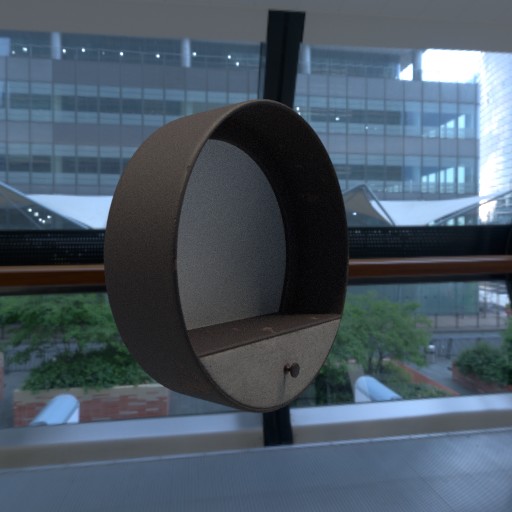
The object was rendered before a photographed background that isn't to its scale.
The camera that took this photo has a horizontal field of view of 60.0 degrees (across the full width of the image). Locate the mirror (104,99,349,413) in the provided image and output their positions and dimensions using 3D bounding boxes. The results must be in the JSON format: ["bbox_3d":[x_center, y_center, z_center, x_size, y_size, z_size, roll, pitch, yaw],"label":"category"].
[{"bbox_3d":[0.000,0.000,0.592,0.126,0.386,0.386,0,1,36],"label":"mirror"}]
